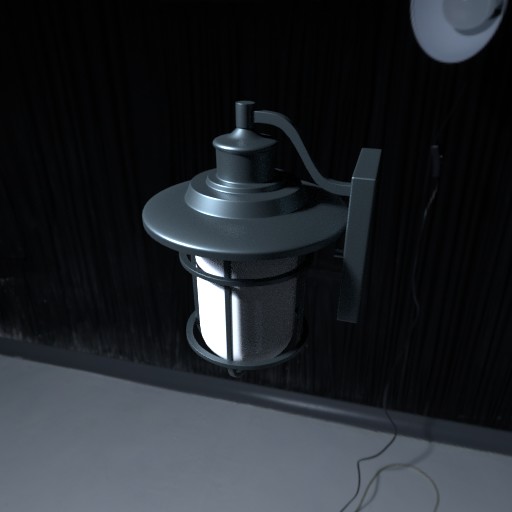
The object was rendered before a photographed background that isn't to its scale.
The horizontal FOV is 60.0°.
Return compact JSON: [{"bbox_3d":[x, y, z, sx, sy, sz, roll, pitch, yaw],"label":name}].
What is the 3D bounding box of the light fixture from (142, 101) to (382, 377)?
[{"bbox_3d":[0.000,0.000,0.522,0.252,0.345,0.222,8,29,15],"label":"light fixture"}]
